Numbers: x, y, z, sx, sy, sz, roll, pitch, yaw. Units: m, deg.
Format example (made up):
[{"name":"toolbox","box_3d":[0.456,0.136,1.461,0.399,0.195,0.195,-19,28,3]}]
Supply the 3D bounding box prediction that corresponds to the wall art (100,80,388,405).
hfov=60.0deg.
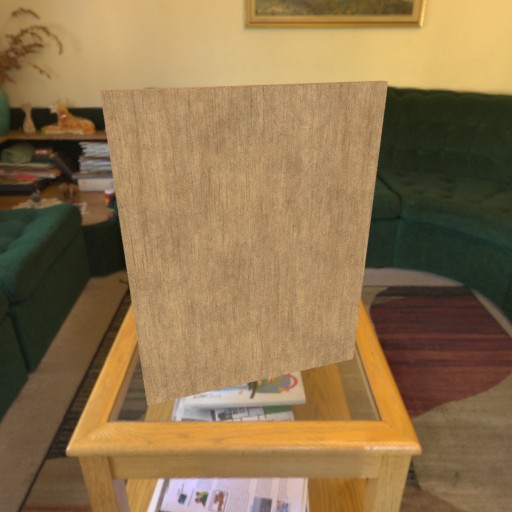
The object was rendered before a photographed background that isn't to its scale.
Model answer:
[{"name":"wall art","box_3d":[0.000,0.000,0.951,0.534,0.686,0.018,-8,28,-16]}]
